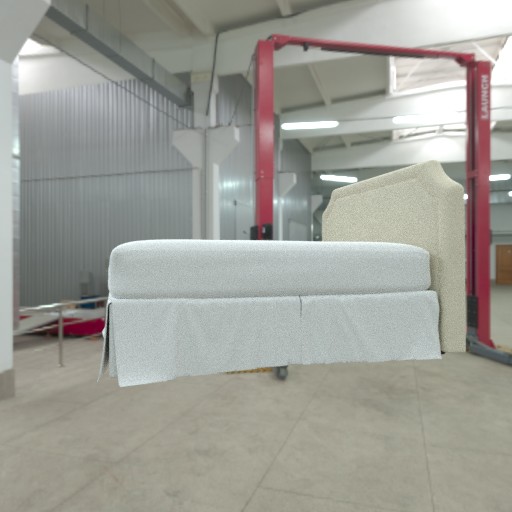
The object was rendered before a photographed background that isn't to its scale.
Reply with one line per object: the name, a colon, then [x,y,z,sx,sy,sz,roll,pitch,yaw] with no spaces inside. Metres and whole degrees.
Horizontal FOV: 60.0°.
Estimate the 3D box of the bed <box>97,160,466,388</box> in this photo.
bed: [0.000,0.000,3.306,2.209,1.296,1.827,0,0,-17]
